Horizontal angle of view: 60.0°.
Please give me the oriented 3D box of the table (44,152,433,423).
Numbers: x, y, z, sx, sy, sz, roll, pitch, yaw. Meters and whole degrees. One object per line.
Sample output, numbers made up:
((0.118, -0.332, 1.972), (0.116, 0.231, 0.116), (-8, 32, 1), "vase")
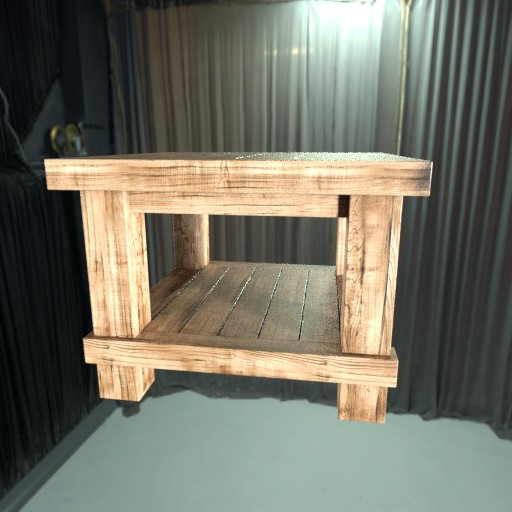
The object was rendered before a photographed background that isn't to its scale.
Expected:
((0.000, 0.000, 1.030), (0.610, 0.457, 0.610), (2, 14, 9), "table")
